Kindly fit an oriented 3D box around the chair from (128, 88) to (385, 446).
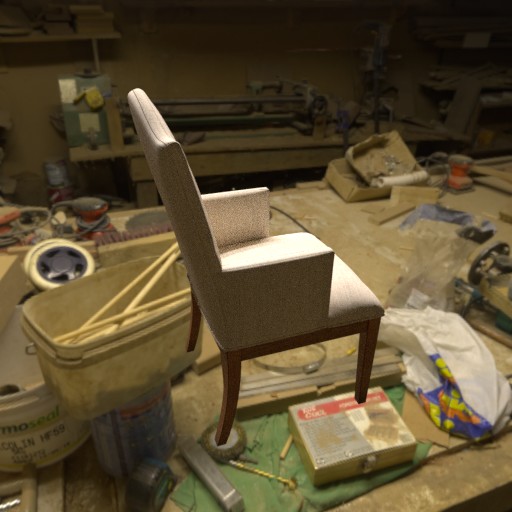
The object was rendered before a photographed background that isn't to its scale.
[{"bbox_3d":[0.000,0.000,1.383,0.641,1.016,0.533,-10,31,-17],"label":"chair"}]
